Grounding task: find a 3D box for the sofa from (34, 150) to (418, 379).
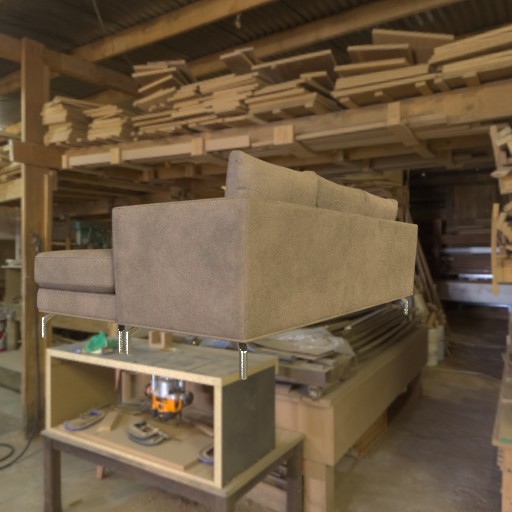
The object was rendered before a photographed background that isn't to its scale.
[{"bbox_3d":[0.000,0.000,3.186,1.622,0.987,2.438,1,1,35],"label":"sofa"}]
